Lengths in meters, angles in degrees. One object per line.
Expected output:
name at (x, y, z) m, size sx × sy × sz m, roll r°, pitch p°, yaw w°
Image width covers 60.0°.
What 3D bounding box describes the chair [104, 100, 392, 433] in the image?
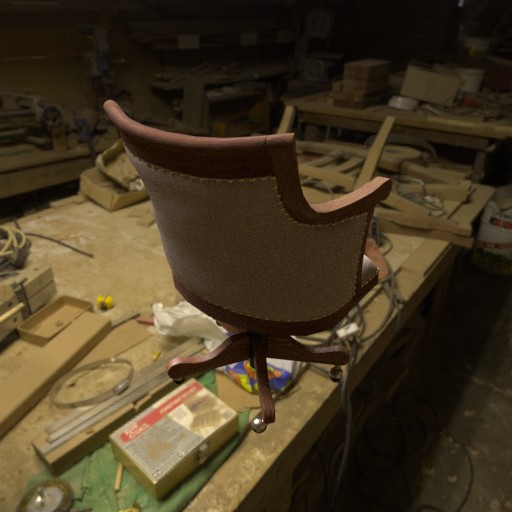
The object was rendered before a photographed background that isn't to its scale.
chair at (0.000, 0.000, 1.427) m, size 0.656 × 0.965 × 0.689 m, roll 21°, pitch 35°, yaw 33°
